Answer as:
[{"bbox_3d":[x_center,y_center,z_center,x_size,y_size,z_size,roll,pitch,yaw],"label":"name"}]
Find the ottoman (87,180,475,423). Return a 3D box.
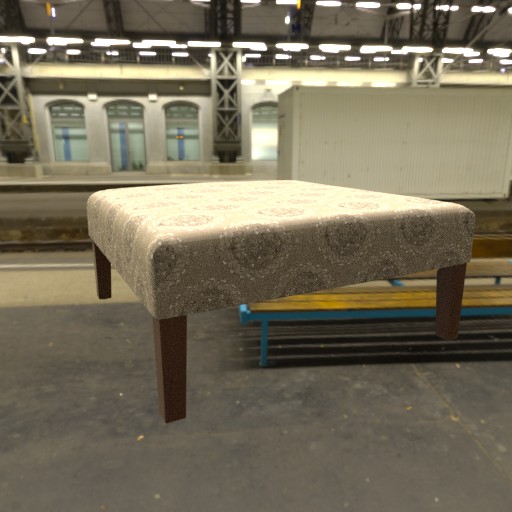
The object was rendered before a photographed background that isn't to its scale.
[{"bbox_3d":[0.000,0.000,1.413,0.890,0.411,0.889,-8,16,-27],"label":"ottoman"}]
